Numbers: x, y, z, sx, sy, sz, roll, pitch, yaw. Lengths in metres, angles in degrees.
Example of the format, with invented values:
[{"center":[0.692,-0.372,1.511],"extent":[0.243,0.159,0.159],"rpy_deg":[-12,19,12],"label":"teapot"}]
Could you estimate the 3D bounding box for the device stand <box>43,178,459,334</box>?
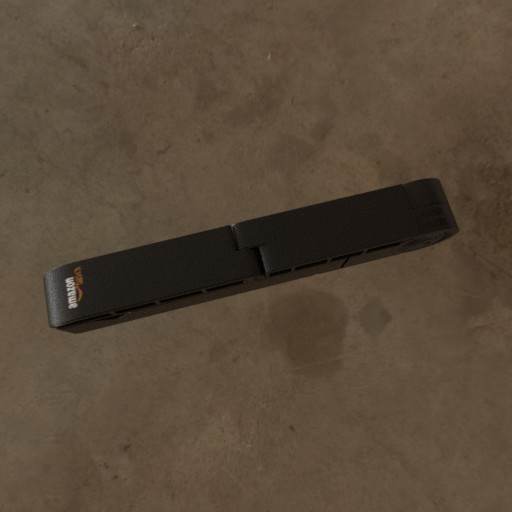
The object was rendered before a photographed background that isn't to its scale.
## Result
[{"center":[0.000,0.000,0.195],"extent":[0.179,0.030,0.026],"rpy_deg":[-14,75,-4],"label":"device stand"}]
